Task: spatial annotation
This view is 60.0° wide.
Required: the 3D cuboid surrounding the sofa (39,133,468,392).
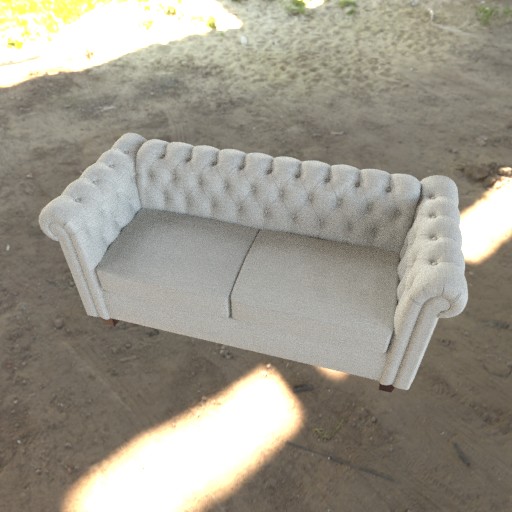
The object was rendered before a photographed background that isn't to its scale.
[{"bbox_3d":[0.000,0.000,2.243,1.798,0.797,0.783,11,43,12],"label":"sofa"}]
